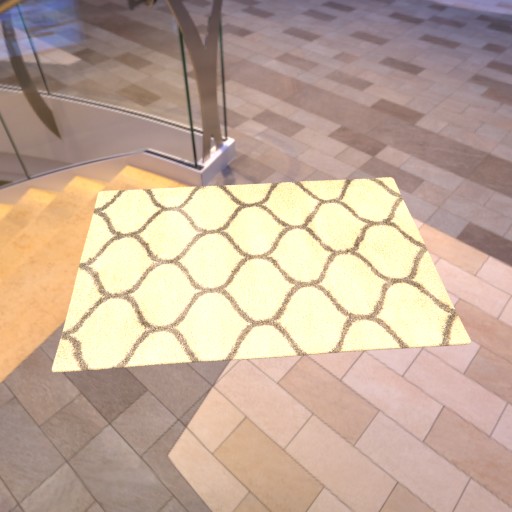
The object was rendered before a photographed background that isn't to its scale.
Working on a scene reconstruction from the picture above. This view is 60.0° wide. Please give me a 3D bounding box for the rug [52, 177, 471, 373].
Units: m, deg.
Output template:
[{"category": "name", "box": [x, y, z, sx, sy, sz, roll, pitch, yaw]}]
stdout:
[{"category": "rug", "box": [0.000, 0.000, 3.449, 2.701, 0.026, 1.801, -3, 47, -3]}]
